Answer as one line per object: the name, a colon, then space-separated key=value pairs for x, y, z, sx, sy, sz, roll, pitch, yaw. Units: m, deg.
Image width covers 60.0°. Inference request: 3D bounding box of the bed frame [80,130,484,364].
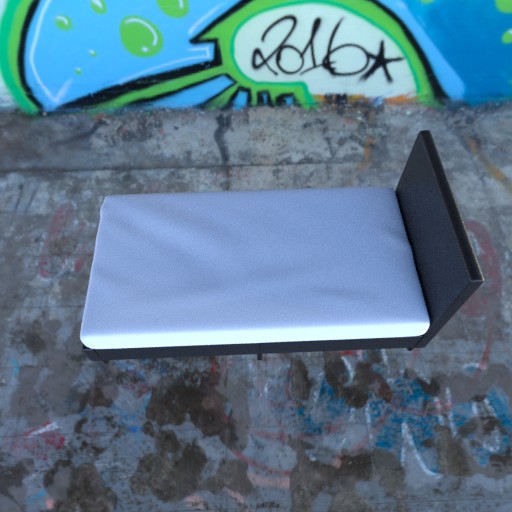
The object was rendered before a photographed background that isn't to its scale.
bed frame: x=0.000 y=0.000 z=2.605 sx=2.152 sy=1.046 sz=1.038 roll=-2 pitch=58 yaw=-1
